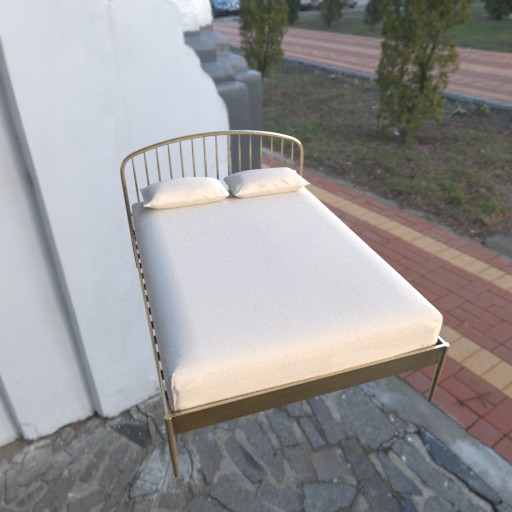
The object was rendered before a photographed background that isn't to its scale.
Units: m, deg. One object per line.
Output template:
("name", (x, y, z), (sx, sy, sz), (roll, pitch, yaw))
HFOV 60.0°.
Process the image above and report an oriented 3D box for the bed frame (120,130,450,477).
("bed frame", (0.000, 0.000, 3.096), (1.612, 1.175, 2.152), (-10, 33, -15))
